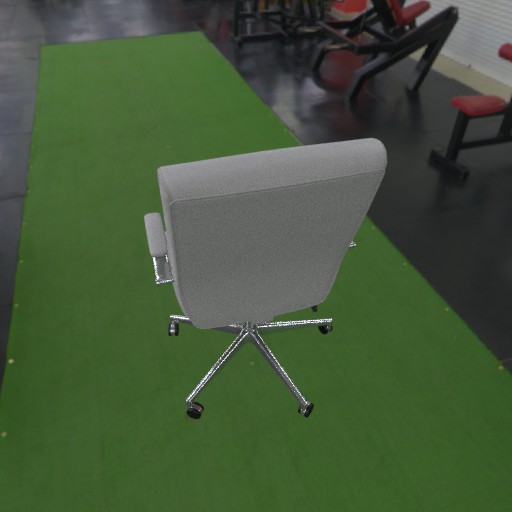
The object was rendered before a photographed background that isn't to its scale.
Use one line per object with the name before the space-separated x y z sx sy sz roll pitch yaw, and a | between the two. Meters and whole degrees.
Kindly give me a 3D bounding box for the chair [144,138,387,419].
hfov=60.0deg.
chair | 0.000 0.000 1.605 0.727 1.099 0.745 -11 41 -12
